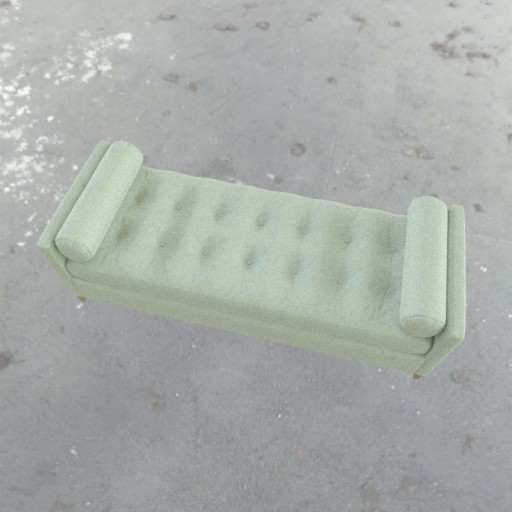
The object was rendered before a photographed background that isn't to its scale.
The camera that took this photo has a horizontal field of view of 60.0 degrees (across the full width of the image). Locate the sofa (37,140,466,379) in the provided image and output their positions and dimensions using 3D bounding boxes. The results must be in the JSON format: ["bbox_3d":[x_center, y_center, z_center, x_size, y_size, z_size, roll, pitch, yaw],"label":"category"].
[{"bbox_3d":[0.000,0.000,2.518,2.102,0.705,0.796,12,58,7],"label":"sofa"}]
